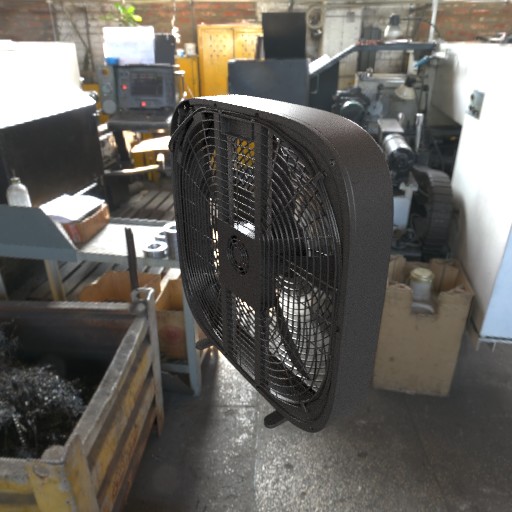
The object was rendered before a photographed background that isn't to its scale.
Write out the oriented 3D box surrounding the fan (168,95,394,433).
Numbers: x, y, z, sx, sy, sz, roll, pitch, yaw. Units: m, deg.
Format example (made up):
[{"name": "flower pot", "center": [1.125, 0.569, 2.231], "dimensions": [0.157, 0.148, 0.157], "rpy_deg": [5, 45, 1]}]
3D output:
[{"name": "fan", "center": [0.000, 0.000, 0.808], "dimensions": [0.142, 0.533, 0.526], "rpy_deg": [-17, 31, -30]}]
